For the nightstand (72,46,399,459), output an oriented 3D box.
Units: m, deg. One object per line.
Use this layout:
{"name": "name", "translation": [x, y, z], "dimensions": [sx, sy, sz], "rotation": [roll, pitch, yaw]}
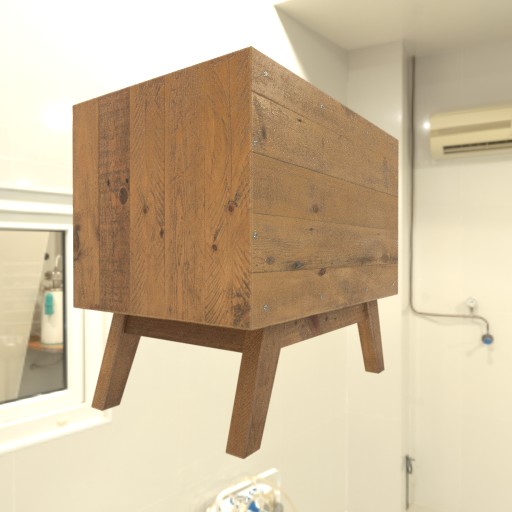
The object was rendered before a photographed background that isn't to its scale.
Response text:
{"name": "nightstand", "translation": [0.000, 0.000, 1.018], "dimensions": [0.450, 0.599, 0.650], "rotation": [0, 1, 35]}
